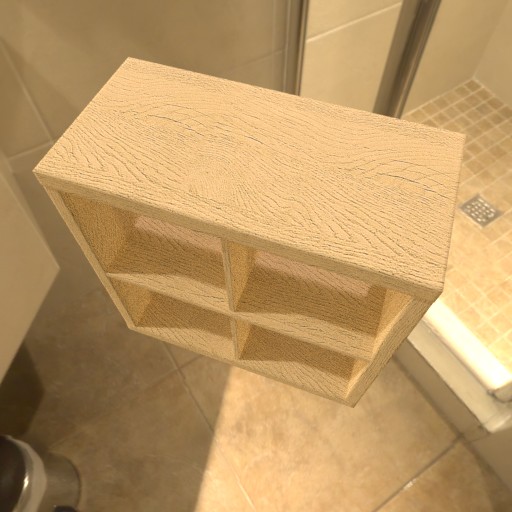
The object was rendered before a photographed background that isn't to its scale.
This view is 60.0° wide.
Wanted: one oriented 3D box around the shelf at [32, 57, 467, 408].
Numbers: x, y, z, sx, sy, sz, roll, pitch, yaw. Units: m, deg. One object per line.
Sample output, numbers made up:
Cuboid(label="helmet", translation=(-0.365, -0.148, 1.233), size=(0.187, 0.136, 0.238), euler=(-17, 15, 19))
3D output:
Cuboid(label="shelf", translation=(0.000, 0.000, 1.227), size=(0.790, 0.786, 0.390), euler=(17, 59, 10))
